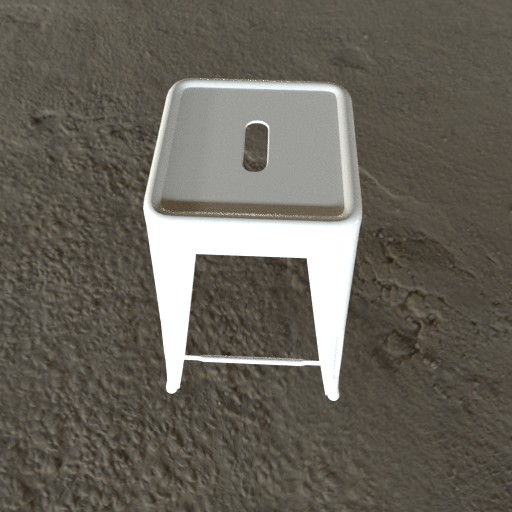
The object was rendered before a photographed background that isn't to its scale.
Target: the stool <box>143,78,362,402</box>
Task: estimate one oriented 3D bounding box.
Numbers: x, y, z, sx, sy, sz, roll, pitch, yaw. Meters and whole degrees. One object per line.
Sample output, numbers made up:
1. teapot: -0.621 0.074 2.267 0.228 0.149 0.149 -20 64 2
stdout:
1. stool: 0.000 0.000 0.873 0.406 0.610 0.406 2 59 1
